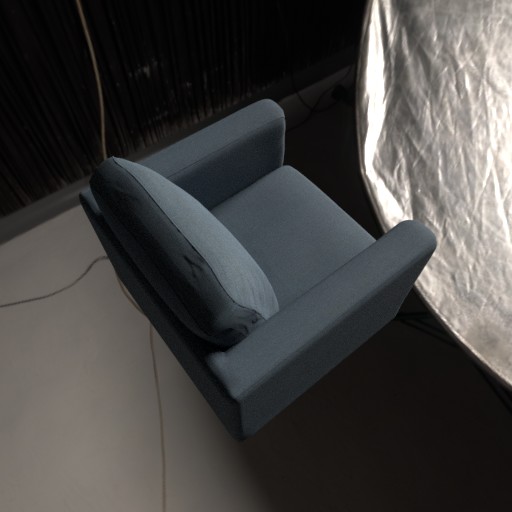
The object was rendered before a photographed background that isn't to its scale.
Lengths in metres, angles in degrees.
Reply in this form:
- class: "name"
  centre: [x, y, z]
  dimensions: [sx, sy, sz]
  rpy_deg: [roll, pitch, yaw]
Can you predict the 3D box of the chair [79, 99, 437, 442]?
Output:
- class: "chair"
  centre: [0.000, 0.000, 1.575]
  dimensions: [0.820, 0.922, 0.855]
  rpy_deg: [-34, 64, -19]
